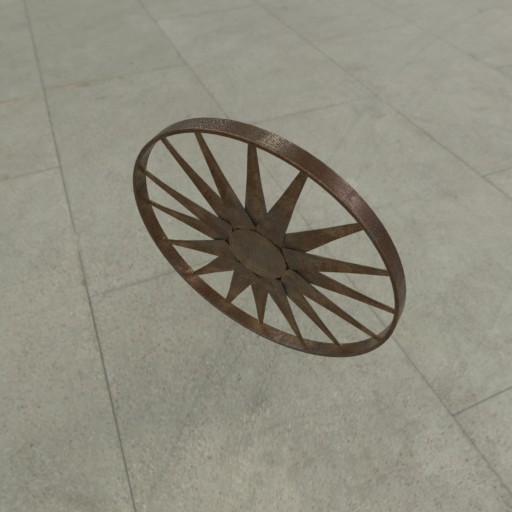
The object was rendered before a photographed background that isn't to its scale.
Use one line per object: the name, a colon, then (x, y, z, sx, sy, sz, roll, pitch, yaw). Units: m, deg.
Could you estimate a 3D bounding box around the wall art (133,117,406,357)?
wall art: (0.000, 0.000, 0.873, 0.582, 0.583, 0.084, 24, 51, 21)
